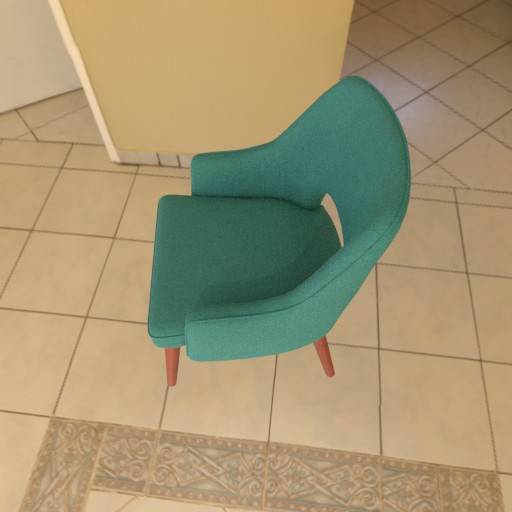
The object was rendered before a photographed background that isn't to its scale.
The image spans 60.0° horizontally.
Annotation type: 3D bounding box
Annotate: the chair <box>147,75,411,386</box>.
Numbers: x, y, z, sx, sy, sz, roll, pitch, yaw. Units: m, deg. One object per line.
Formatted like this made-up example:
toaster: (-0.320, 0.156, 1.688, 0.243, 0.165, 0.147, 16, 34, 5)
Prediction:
chair: (0.000, 0.000, 1.217, 0.605, 0.849, 0.548, -2, 58, -2)
